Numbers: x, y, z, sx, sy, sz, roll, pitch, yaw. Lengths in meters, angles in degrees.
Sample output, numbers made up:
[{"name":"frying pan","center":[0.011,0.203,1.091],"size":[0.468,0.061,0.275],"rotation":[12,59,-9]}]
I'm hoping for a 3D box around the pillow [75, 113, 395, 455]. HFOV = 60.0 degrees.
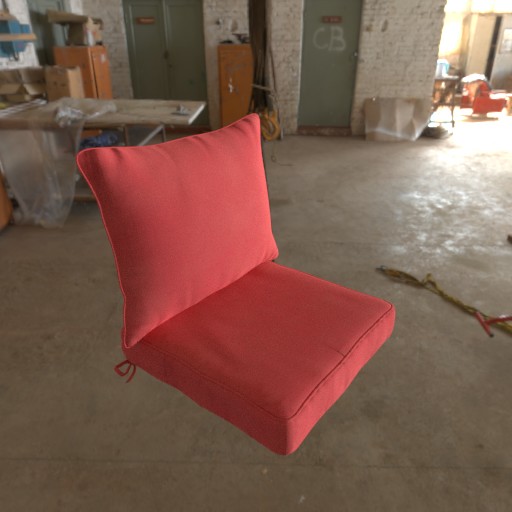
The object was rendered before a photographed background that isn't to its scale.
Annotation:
[{"name":"pillow","center":[0.000,0.000,1.394],"size":[0.733,0.725,0.798],"rotation":[19,32,33]}]
